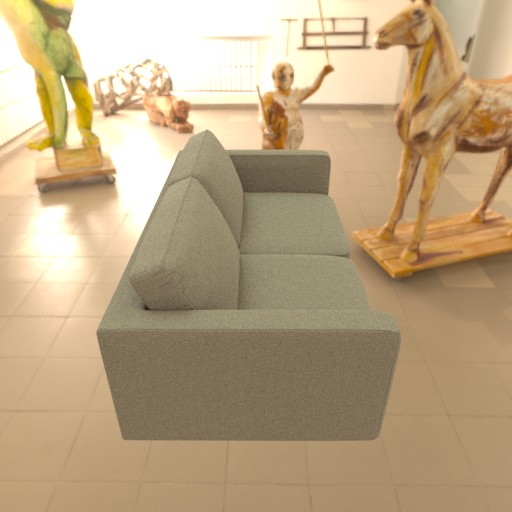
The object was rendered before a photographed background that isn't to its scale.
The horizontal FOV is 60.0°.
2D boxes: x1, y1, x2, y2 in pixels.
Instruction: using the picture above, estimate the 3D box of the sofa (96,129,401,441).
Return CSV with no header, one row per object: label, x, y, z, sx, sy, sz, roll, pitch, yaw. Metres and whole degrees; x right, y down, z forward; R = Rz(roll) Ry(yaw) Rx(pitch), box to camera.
sofa,0.000,0.000,2.249,1.000,0.900,1.731,0,32,0
